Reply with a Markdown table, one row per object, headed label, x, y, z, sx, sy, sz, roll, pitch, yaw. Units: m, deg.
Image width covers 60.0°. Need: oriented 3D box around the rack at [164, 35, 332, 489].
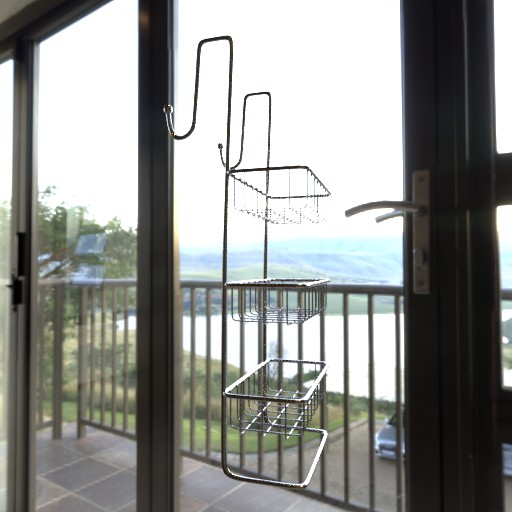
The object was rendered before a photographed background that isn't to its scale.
| label | x | y | z | sx | sy | sz | roll | pitch | yaw |
| --- | --- | --- | --- | --- | --- | --- | --- | --- | --- |
| rack | 0.000 | 0.000 | 0.662 | 0.202 | 0.574 | 0.228 | 0 | -2 | 17 |
